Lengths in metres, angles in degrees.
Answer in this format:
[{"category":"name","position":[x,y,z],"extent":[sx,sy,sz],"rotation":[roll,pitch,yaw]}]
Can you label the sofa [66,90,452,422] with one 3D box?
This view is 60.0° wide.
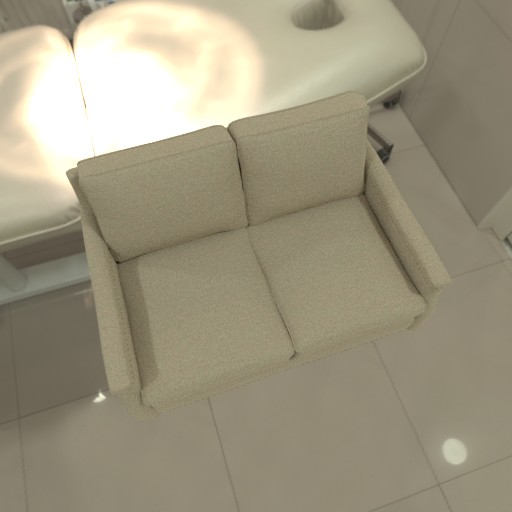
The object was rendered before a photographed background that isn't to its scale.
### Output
[{"category":"sofa","position":[0.000,0.000,2.231],"extent":[1.597,1.003,1.084],"rotation":[-17,65,-8]}]
